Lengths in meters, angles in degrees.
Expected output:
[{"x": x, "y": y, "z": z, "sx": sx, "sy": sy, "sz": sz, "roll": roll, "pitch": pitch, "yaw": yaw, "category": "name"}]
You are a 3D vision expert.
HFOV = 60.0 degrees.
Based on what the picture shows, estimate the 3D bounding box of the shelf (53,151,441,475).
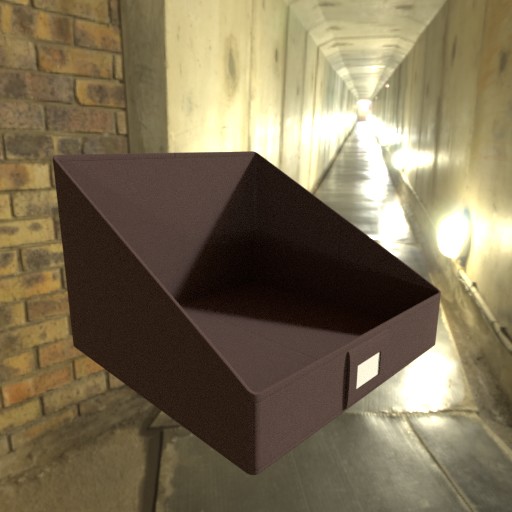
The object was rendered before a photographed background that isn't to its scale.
[{"x": 0.000, "y": 0.000, "z": 0.471, "sx": 0.292, "sy": 0.210, "sz": 0.292, "roll": 14, "pitch": 20, "yaw": 43, "category": "shelf"}]
